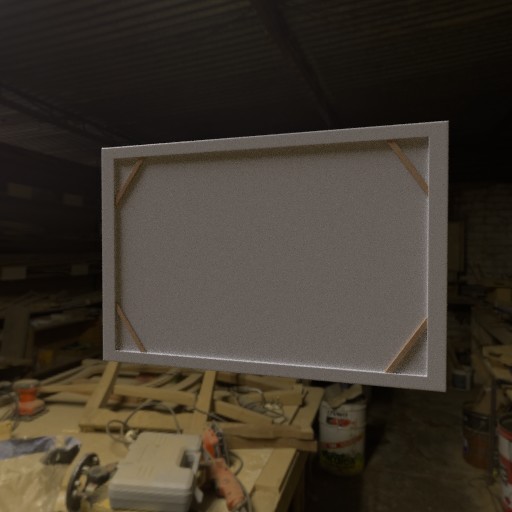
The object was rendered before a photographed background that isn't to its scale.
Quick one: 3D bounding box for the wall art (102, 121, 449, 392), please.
[{"bbox_3d":[0.000,0.000,1.152,0.914,0.609,0.038,0,1,18],"label":"wall art"}]
